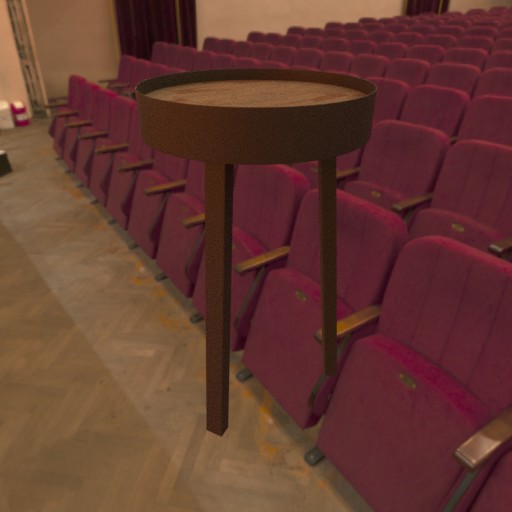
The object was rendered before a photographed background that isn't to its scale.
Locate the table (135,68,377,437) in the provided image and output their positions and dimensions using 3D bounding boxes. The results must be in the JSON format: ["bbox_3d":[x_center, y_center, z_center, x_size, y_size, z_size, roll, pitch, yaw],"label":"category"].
[{"bbox_3d":[0.000,0.000,0.934,0.406,0.686,0.406,-18,34,-28],"label":"table"}]
